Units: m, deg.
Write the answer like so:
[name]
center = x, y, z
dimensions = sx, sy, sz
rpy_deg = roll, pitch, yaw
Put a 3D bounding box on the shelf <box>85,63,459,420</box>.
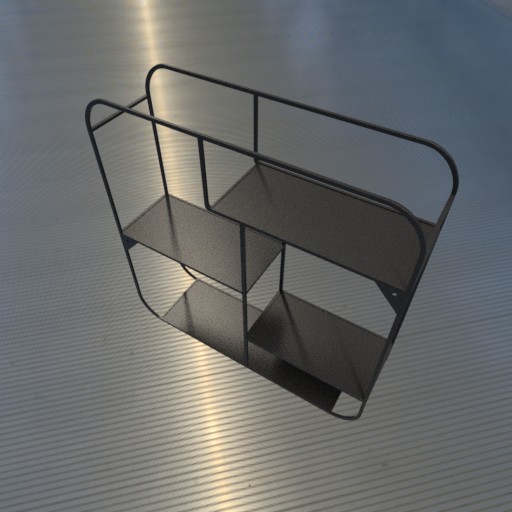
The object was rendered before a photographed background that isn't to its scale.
[shelf]
center = 0.000, 0.000, 0.886
dimensions = 0.600, 0.600, 0.160
rpy_deg = 24, 51, 21
